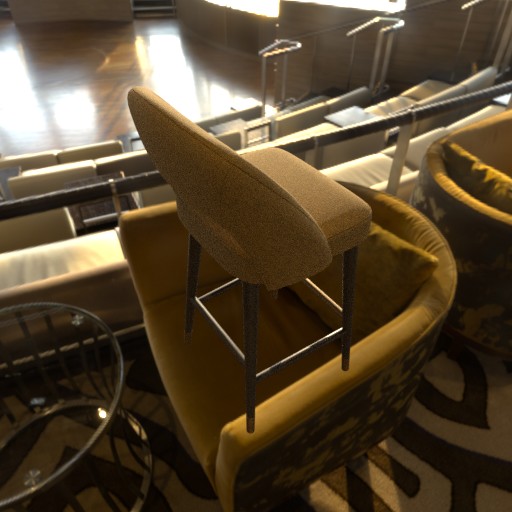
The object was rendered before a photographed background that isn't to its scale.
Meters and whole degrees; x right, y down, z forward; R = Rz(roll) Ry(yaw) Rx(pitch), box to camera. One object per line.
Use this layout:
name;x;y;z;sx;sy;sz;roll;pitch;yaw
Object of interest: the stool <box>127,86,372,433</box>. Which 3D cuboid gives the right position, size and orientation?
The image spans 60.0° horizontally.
stool;0.000;0.000;1.325;0.522;1.032;0.536;-24;47;-26
